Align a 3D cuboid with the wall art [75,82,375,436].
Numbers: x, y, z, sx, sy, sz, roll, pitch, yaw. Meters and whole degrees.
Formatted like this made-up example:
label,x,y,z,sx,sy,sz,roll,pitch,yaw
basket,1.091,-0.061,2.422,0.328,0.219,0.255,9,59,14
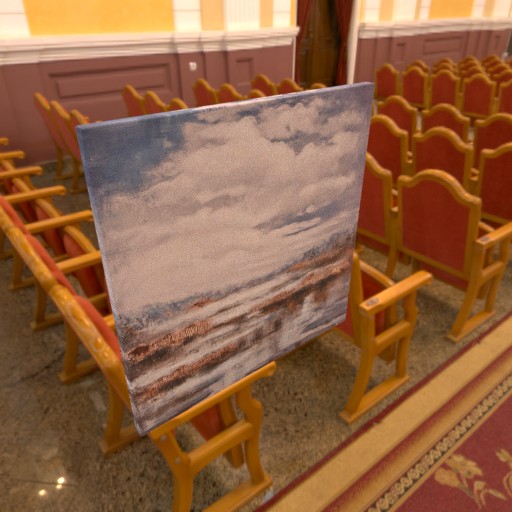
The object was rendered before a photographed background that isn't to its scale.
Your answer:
label,x,y,z,sx,sy,sz,roll,pitch,yaw
wall art,0.000,0.000,1.510,1.010,1.020,0.040,-22,36,-32
